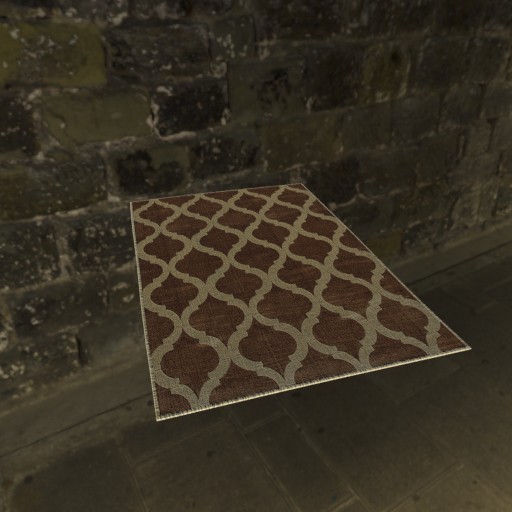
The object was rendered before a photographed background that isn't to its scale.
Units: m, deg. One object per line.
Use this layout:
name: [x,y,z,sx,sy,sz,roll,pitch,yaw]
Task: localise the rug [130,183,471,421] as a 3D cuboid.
rug: [0.000,0.000,2.914,1.522,0.008,2.284,-8,32,-14]
